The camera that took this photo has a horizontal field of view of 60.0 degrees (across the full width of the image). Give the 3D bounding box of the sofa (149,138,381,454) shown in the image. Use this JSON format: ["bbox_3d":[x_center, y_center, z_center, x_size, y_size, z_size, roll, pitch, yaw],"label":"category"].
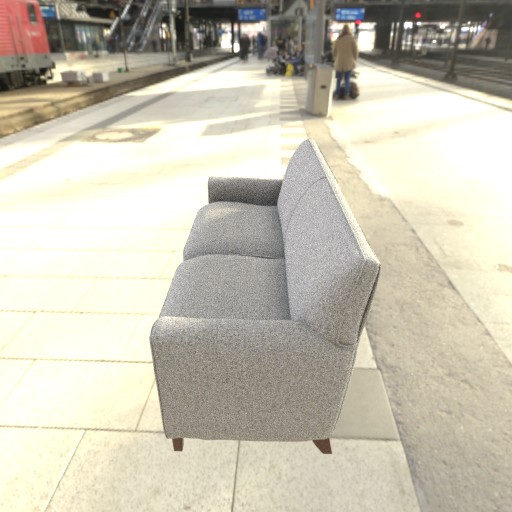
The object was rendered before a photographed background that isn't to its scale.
[{"bbox_3d":[0.000,0.000,2.522,0.854,0.942,2.026,0,26,1],"label":"sofa"}]
